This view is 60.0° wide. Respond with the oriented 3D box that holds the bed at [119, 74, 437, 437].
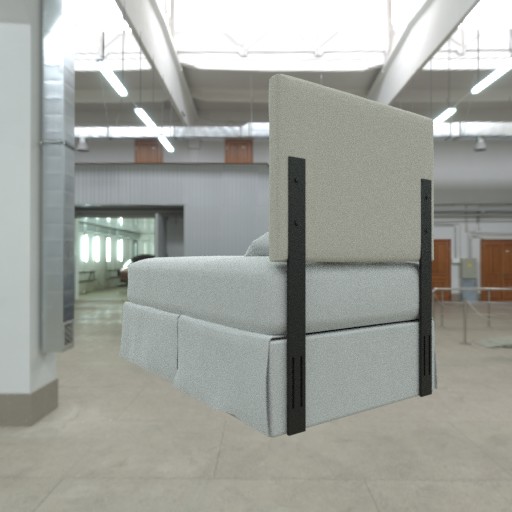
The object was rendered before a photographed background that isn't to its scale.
[{"bbox_3d":[0.000,0.000,3.018,1.261,1.571,1.997,0,0,-35],"label":"bed"}]
